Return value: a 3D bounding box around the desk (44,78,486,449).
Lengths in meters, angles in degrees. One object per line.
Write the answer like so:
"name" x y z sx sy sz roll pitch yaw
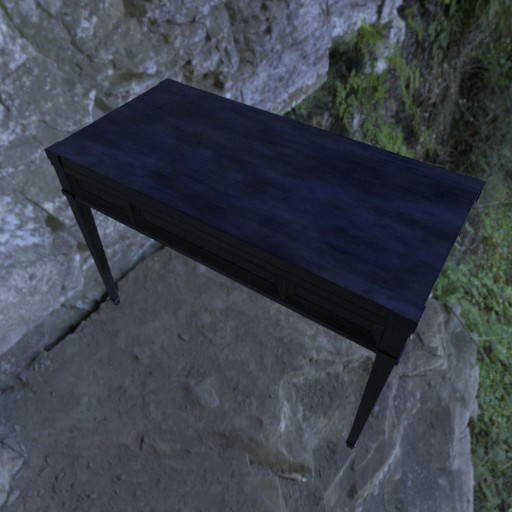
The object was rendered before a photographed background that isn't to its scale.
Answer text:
"desk" 0.000 0.000 1.742 1.289 0.861 0.630 25 52 22
